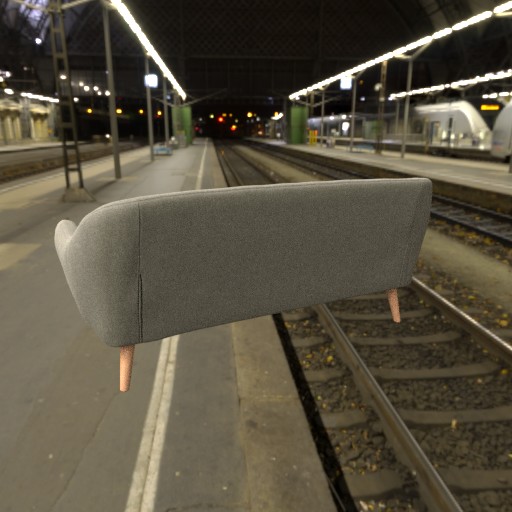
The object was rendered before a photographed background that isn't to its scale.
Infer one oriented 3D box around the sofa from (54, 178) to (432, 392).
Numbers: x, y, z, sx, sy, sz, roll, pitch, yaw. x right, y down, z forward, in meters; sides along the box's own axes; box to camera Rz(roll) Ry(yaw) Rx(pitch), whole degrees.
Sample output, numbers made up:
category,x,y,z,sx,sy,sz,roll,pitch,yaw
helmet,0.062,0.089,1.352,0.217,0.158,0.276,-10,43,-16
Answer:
category,x,y,z,sx,sy,sz,roll,pitch,yaw
sofa,0.000,0.000,2.273,1.840,0.820,0.820,-8,18,-26
